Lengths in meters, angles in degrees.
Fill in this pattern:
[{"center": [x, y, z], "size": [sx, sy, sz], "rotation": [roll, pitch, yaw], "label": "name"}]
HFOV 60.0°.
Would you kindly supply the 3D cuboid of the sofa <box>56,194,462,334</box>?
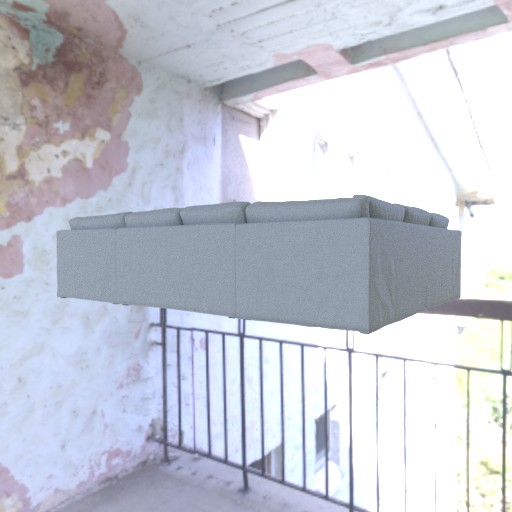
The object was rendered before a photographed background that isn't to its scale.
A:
[{"center": [0.000, 0.000, 4.585], "size": [3.460, 0.882, 2.427], "rotation": [1, 1, 36], "label": "sofa"}]
